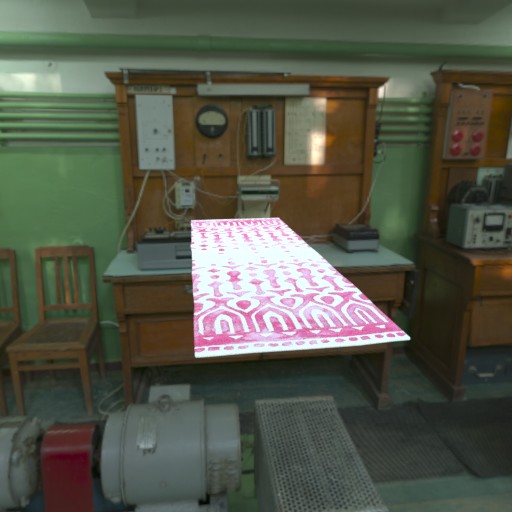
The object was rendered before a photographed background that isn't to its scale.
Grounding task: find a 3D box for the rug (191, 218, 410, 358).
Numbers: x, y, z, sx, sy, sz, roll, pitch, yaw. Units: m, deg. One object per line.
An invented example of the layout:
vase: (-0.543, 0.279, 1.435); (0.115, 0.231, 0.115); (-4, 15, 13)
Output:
rug: (0.000, 0.000, 2.701); (0.787, 0.011, 2.458); (-2, 15, -8)
